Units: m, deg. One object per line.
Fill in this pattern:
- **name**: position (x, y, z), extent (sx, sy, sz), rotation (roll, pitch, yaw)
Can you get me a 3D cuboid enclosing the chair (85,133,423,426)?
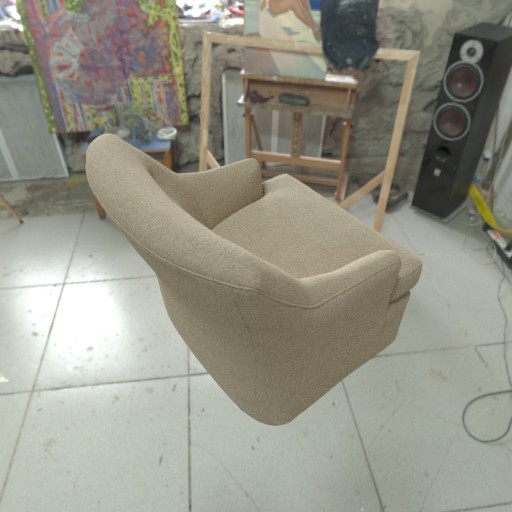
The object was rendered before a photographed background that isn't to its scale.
- **chair**: position (0.000, 0.000, 1.570), extent (0.923, 0.856, 0.864), rotation (-26, 47, -27)
